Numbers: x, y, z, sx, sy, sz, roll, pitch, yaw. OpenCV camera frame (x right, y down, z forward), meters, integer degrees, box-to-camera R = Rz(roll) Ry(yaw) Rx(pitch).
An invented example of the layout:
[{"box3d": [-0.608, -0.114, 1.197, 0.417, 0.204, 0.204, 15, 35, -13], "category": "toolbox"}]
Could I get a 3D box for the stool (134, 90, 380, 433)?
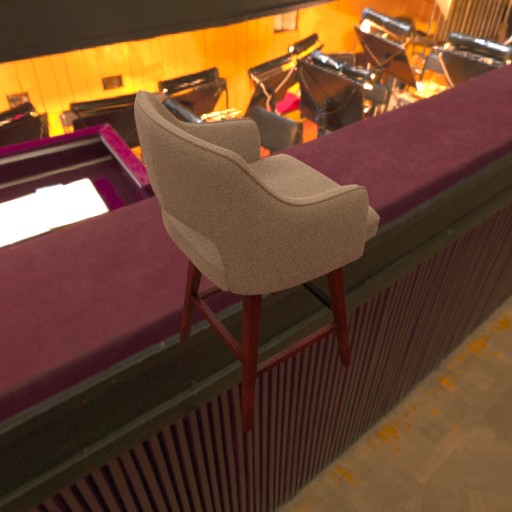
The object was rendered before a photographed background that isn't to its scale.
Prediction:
[{"box3d": [0.000, 0.000, 1.373, 0.558, 1.012, 0.548, -24, 46, -26], "category": "stool"}]
